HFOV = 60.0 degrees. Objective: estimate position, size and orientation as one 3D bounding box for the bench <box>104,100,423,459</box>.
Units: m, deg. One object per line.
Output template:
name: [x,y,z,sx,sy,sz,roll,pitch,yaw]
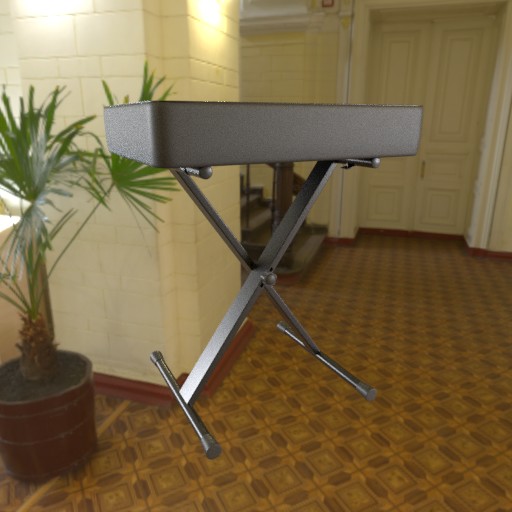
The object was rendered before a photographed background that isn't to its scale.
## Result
bench: [0.000,0.000,0.781,0.424,0.500,0.321,-9,19,-26]
